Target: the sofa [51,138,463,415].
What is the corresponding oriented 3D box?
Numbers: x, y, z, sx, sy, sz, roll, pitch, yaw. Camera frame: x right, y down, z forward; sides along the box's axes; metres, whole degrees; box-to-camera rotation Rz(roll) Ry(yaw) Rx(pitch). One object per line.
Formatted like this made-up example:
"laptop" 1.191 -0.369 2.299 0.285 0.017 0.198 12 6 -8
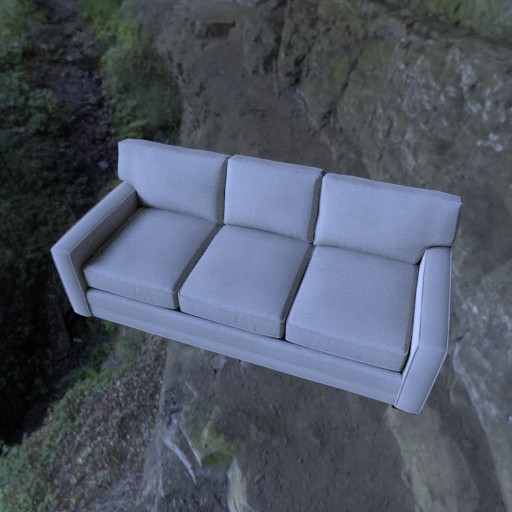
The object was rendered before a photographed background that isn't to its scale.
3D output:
"sofa" 0.000 0.000 2.570 2.088 0.862 0.935 13 43 15
